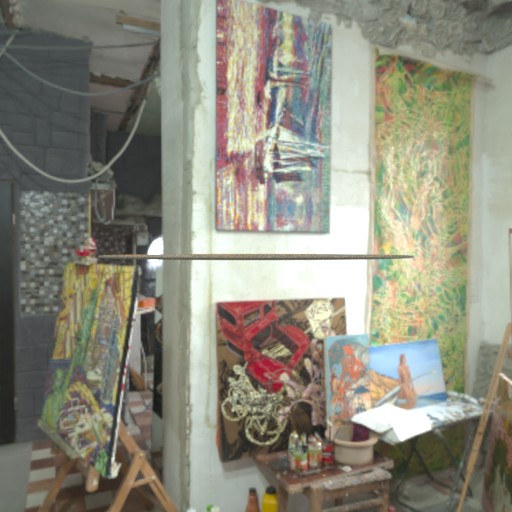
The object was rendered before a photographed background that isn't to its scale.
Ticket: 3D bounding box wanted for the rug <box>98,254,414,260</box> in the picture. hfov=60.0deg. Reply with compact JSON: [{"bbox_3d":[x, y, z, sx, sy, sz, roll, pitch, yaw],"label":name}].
[{"bbox_3d":[0.000,0.000,3.544,2.382,0.014,2.382,0,1,0],"label":"rug"}]
